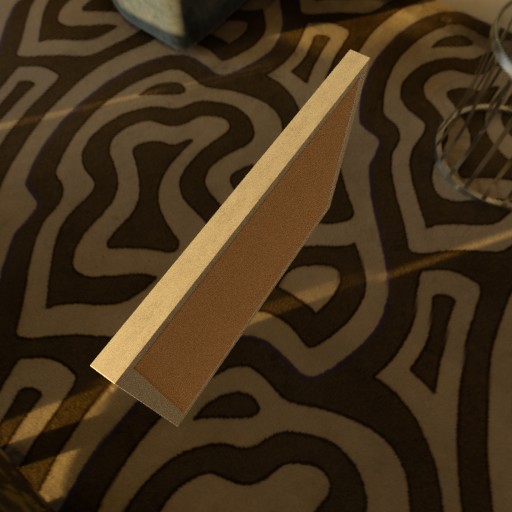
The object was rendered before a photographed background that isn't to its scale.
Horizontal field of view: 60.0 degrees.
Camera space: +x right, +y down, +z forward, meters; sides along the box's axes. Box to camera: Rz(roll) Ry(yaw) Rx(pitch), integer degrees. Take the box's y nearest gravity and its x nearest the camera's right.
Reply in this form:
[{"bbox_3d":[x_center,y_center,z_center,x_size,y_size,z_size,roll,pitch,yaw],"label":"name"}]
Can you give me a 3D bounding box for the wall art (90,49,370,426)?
[{"bbox_3d":[0.000,0.000,0.691,0.032,0.380,0.532,30,67,14],"label":"wall art"}]
